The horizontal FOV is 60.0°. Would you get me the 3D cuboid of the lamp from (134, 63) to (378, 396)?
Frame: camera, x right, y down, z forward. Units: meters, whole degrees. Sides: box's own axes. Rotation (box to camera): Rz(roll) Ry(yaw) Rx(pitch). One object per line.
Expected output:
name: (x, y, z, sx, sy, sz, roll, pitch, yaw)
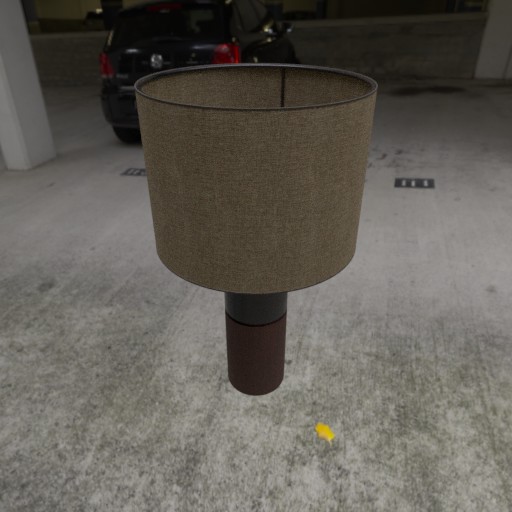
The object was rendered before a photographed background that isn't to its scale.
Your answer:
lamp: (0.000, 0.000, 0.468, 0.202, 0.350, 0.202, 0, 31, 0)
